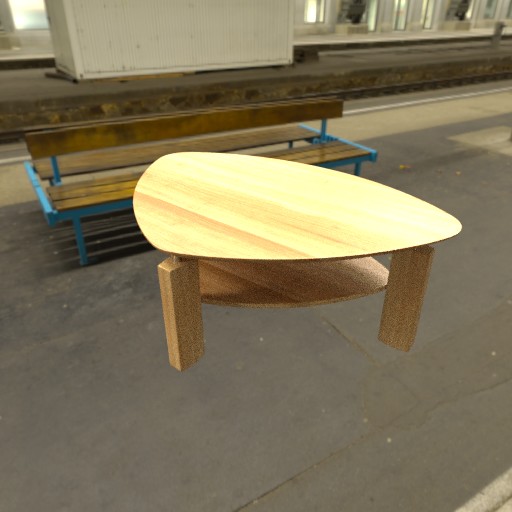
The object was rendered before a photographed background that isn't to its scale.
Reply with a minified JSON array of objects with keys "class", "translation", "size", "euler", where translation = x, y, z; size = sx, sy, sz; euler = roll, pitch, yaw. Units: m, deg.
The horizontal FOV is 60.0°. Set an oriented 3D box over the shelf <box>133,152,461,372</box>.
[{"class":"shelf","translation":[0.000,0.000,1.611],"size":[1.240,0.439,0.863],"euler":[20,35,32]}]
